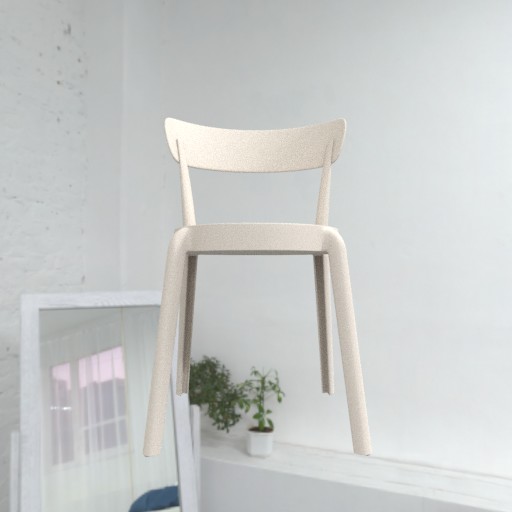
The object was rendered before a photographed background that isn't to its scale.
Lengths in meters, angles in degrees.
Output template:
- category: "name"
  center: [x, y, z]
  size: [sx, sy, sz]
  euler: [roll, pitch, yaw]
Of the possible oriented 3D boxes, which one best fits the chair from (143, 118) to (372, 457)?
- category: "chair"
  center: [0.000, 0.000, 1.111]
  size: [0.506, 0.790, 0.491]
  euler: [0, -1, -1]
